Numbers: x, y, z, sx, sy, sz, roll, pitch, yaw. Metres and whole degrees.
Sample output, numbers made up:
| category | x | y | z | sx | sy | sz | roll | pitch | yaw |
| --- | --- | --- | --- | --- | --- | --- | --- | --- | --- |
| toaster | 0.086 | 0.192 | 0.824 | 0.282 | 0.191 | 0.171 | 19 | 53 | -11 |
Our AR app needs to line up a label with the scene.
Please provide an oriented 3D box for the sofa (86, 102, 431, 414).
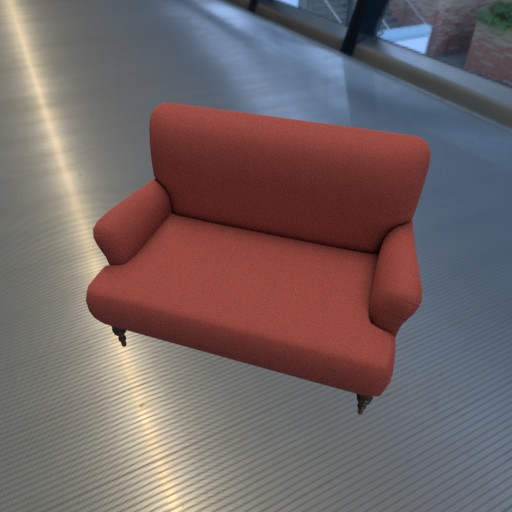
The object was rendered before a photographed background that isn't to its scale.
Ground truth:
| category | x | y | z | sx | sy | sz | roll | pitch | yaw |
| --- | --- | --- | --- | --- | --- | --- | --- | --- | --- |
| sofa | 0.000 | 0.000 | 1.844 | 1.297 | 0.889 | 0.779 | 12 | 42 | 14 |
